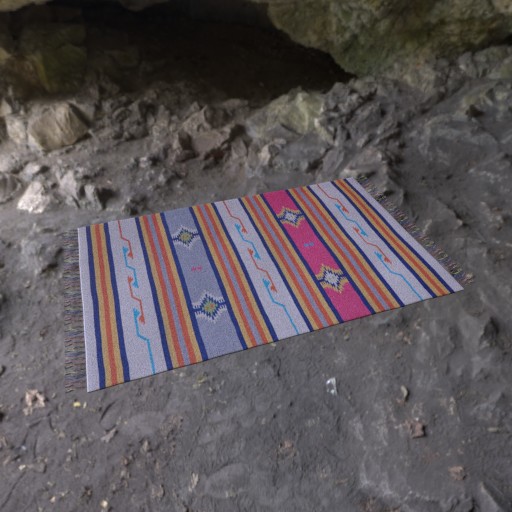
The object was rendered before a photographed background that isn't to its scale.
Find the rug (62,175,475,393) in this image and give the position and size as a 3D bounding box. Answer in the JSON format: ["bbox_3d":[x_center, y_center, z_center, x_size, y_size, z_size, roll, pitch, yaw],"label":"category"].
[{"bbox_3d":[0.000,0.000,2.240,1.849,0.013,1.084,-12,42,-14],"label":"rug"}]
